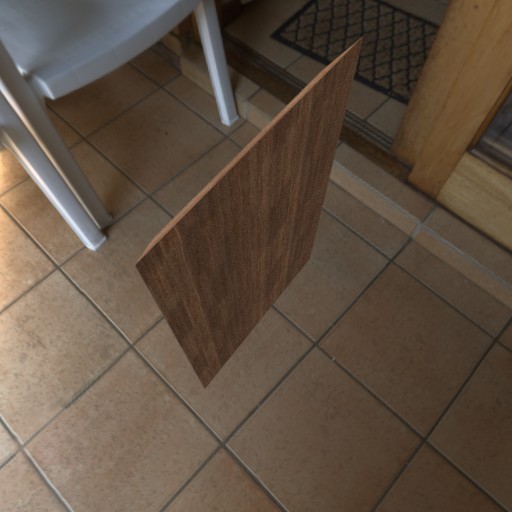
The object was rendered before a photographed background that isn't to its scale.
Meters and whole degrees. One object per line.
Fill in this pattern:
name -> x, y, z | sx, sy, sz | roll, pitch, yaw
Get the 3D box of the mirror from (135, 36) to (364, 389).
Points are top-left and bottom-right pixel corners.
mirror -> 0.000, 0.000, 1.235 | 0.047, 1.010, 0.651 | 35, 68, 16
